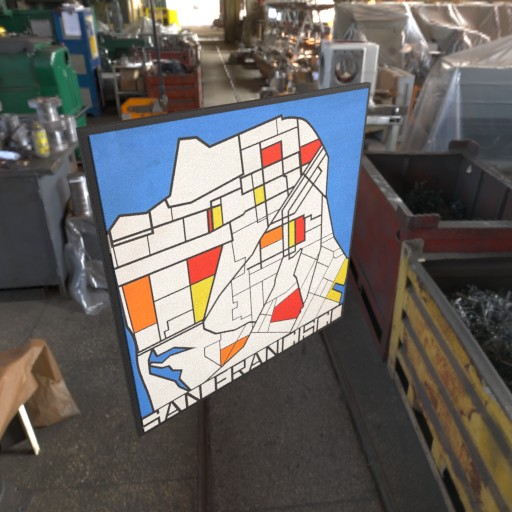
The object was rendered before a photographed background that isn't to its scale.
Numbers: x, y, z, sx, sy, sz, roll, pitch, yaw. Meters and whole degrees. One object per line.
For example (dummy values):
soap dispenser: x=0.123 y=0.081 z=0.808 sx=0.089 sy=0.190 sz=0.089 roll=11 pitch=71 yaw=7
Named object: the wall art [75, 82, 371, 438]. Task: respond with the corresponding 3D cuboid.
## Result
wall art: x=0.000 y=0.000 z=0.983 sx=0.664 sy=0.663 sz=0.015 roll=-22 pitch=37 yaw=-33
